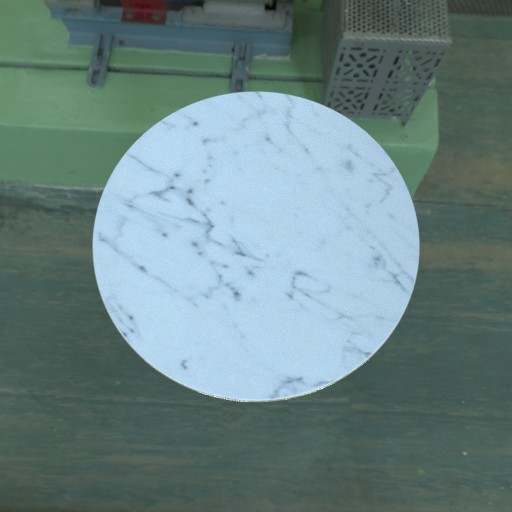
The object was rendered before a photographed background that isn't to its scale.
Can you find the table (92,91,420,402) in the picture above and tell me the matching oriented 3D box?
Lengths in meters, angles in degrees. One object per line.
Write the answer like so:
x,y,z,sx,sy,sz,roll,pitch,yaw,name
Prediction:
0.000,0.000,1.297,0.800,0.450,0.800,0,73,0,table
